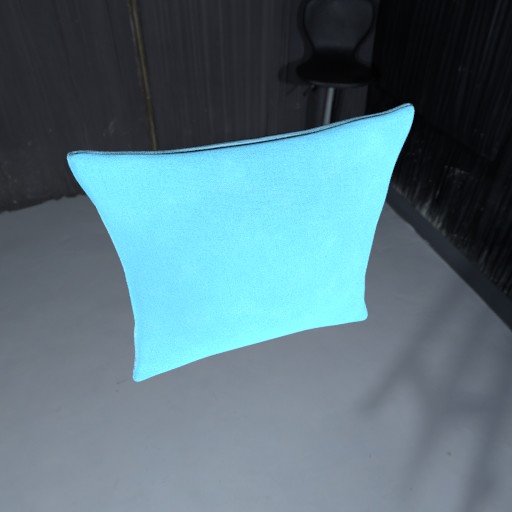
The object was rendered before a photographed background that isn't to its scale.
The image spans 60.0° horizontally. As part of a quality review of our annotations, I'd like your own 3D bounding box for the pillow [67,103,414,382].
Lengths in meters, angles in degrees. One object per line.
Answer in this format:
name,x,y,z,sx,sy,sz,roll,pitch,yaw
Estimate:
pillow,0.000,0.000,0.659,0.433,0.415,0.151,-12,42,-14
